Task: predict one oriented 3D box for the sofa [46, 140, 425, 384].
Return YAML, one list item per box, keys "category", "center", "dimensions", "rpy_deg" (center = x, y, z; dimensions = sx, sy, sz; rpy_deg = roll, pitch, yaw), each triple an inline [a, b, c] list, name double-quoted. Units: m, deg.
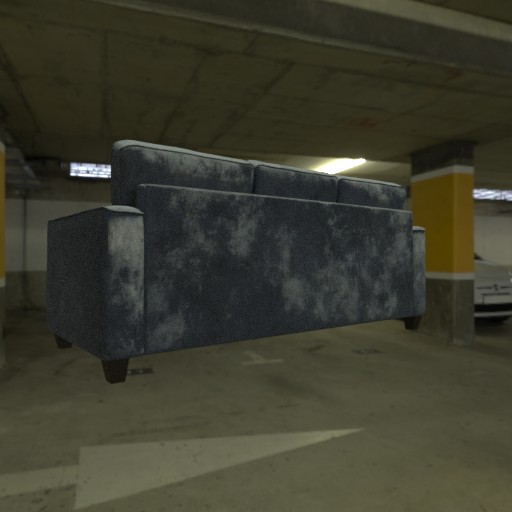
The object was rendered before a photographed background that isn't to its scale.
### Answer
- category: "sofa"
  center: [0.000, 0.000, 2.624]
  dimensions: [2.133, 0.965, 0.939]
  rpy_deg: [0, 0, -38]
